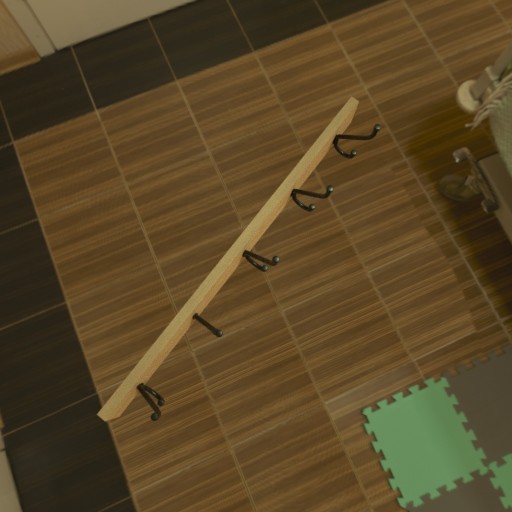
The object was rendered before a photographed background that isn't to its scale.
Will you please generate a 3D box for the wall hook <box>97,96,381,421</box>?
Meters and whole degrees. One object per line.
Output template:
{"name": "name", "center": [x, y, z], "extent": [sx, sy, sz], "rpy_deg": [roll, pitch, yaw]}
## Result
{"name": "wall hook", "center": [0.000, 0.000, 0.611], "extent": [0.071, 0.117, 0.571], "rpy_deg": [36, 78, 9]}
